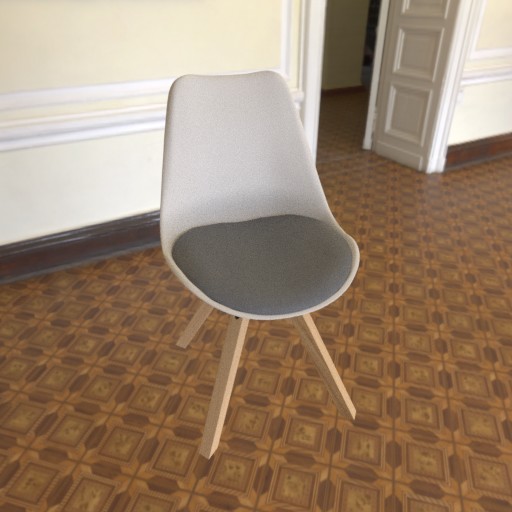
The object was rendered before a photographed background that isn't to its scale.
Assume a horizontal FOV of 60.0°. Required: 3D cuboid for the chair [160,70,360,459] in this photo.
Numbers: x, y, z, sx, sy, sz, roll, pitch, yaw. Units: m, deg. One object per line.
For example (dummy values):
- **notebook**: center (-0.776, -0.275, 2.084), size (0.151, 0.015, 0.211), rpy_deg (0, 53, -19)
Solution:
- **chair**: center (0.000, 0.000, 1.190), size (0.485, 0.850, 0.550), rpy_deg (-9, 32, -15)
